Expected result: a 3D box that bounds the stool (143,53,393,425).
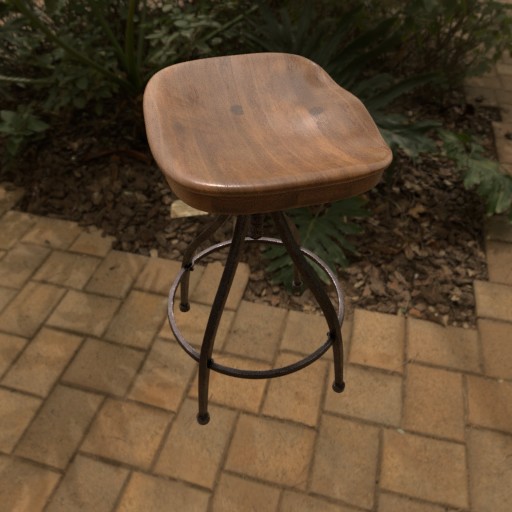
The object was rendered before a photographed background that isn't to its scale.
[{"bbox_3d":[0.000,0.000,0.962,0.424,0.694,0.432,-10,46,-10],"label":"stool"}]
